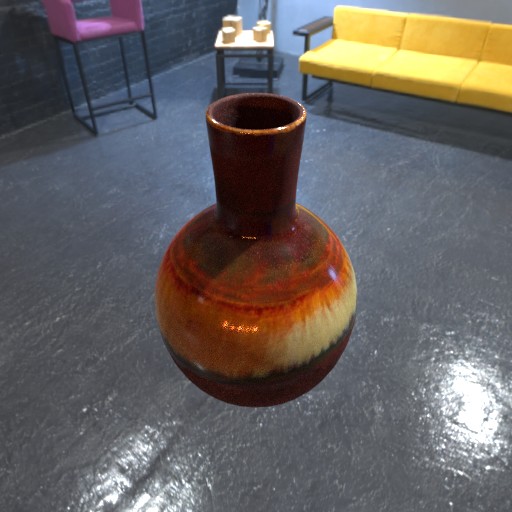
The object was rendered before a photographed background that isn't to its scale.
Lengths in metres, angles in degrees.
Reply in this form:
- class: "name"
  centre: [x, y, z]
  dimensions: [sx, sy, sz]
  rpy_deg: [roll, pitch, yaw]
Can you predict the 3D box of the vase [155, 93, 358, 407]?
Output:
- class: "vase"
  centre: [0.000, 0.000, 0.229]
  dimensions: [0.111, 0.154, 0.111]
  rpy_deg: [0, 40, 0]
